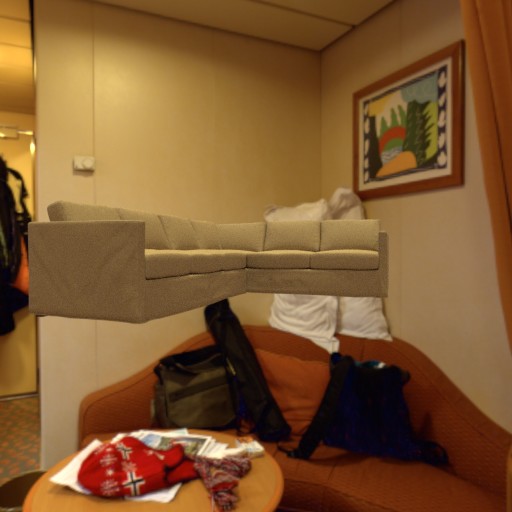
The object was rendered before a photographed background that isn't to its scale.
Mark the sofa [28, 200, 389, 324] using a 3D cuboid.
[{"bbox_3d":[0.000,0.000,4.307,2.432,0.871,3.182,0,1,18],"label":"sofa"}]
